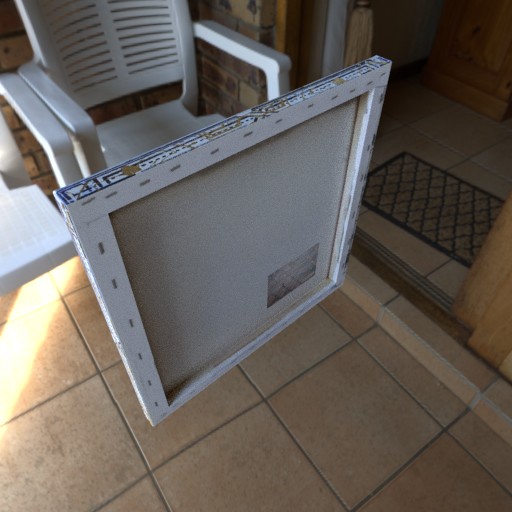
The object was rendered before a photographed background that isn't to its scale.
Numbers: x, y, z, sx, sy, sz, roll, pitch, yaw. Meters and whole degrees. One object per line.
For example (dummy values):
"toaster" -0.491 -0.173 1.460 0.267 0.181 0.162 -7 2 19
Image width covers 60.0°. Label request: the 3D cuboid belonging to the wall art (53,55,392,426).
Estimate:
"wall art" 0.000 0.000 0.872 0.609 0.607 0.036 -32 54 -27
